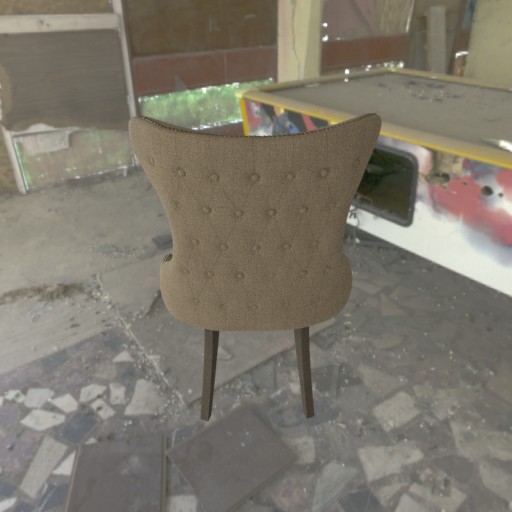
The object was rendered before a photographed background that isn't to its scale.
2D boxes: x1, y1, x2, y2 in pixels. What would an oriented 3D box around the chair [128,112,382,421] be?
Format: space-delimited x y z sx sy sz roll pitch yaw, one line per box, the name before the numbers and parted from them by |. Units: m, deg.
chair | 0.000 0.000 1.411 0.628 0.967 0.635 -1 31 -2
